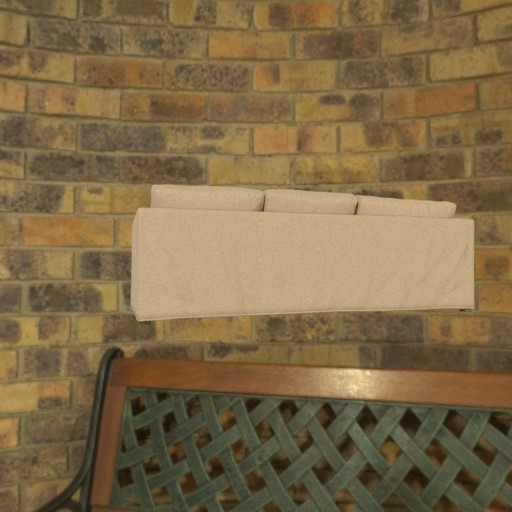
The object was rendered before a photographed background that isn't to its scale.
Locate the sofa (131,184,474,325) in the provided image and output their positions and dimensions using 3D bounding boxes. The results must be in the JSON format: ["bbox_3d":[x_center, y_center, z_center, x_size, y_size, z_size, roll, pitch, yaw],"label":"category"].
[{"bbox_3d":[0.000,0.000,4.420,2.432,0.871,3.182,0,-1,-17],"label":"sofa"}]
